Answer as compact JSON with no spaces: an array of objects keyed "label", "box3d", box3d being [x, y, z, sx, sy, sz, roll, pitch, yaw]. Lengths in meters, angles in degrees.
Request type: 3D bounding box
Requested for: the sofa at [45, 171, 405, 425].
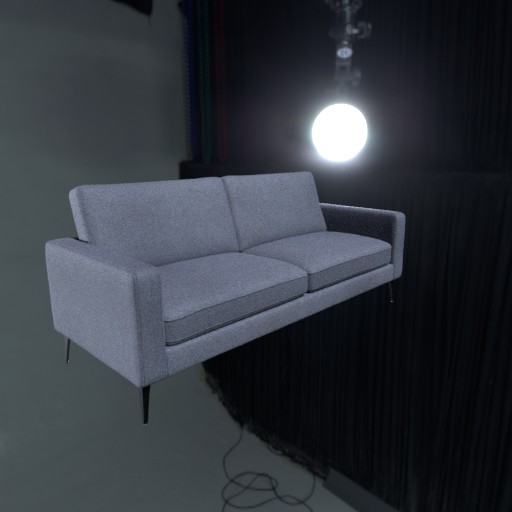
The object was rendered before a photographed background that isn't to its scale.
[{"label":"sofa","box3d":[0.000,0.000,2.410,0.774,0.828,1.925,13,19,43]}]
